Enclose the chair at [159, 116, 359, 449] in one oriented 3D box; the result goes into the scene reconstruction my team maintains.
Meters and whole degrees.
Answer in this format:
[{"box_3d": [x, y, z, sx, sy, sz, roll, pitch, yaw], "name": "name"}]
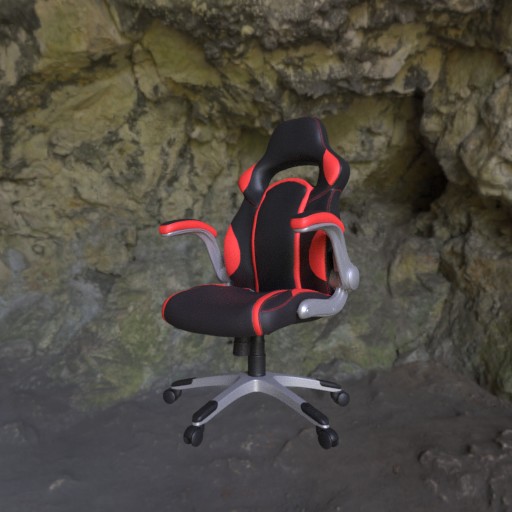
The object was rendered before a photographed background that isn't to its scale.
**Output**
[{"box_3d": [0.000, 0.000, 1.631, 0.758, 1.165, 0.712, 0, 0, 36], "name": "chair"}]
